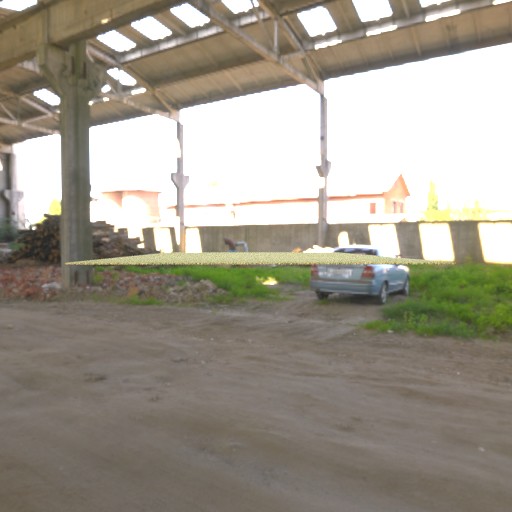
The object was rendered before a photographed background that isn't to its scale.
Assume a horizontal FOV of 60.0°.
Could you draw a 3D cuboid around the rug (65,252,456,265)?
[{"bbox_3d":[0.000,0.000,2.160,1.143,0.006,1.747,0,1,-1],"label":"rug"}]
